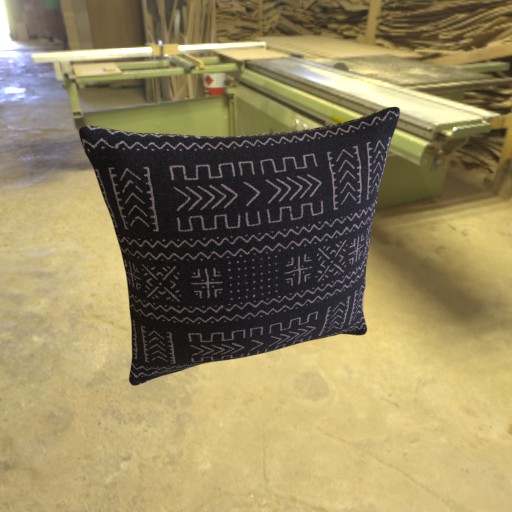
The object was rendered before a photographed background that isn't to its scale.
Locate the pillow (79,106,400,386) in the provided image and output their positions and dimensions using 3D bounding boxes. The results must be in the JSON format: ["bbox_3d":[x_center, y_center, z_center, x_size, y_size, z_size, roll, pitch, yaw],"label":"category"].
[{"bbox_3d":[0.000,0.000,0.683,0.438,0.430,0.164,-9,32,-14],"label":"pillow"}]
